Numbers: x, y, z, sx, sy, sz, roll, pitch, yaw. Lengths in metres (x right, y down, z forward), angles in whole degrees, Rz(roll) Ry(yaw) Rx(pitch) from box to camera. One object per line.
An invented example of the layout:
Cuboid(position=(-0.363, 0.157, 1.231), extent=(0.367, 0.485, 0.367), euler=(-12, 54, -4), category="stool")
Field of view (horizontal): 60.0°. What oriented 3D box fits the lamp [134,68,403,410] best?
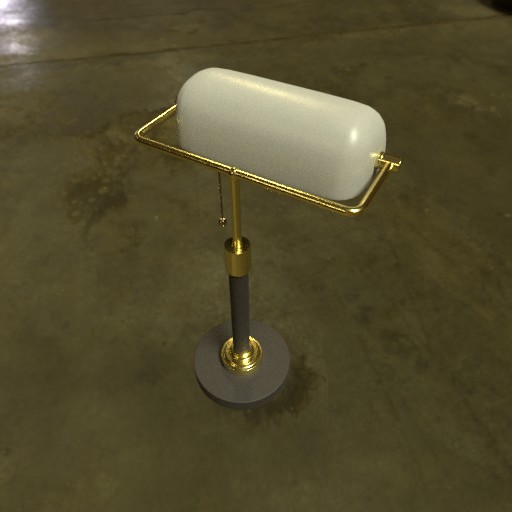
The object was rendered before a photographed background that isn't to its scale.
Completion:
Cuboid(position=(0.000, 0.000, 0.558), extent=(0.269, 0.404, 0.227), euler=(23, 50, 21), category="lamp")
